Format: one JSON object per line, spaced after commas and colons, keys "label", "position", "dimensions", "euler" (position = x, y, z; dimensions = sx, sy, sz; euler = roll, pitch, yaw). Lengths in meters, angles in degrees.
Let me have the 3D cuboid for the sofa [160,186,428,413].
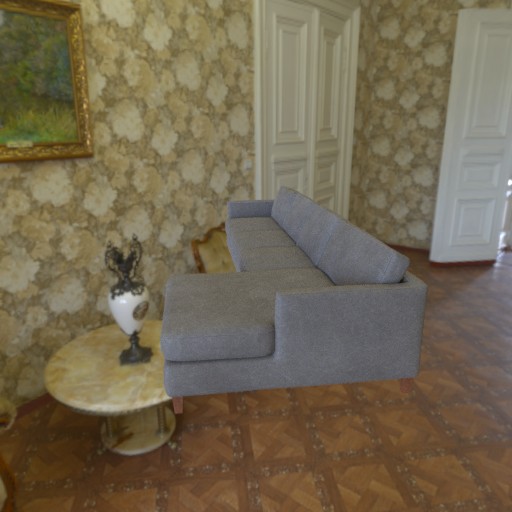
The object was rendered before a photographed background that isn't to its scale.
{"label": "sofa", "position": [0.000, 0.000, 4.202], "dimensions": [1.604, 0.950, 3.471], "euler": [-2, 16, -8]}
